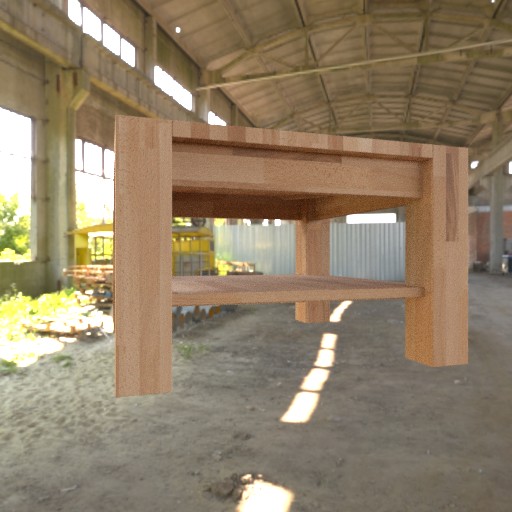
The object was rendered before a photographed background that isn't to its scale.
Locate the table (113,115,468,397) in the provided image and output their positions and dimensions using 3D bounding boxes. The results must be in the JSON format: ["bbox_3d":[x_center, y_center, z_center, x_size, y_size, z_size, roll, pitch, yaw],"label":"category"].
[{"bbox_3d":[0.000,0.000,1.145,0.700,0.451,0.700,0,0,-18],"label":"table"}]
